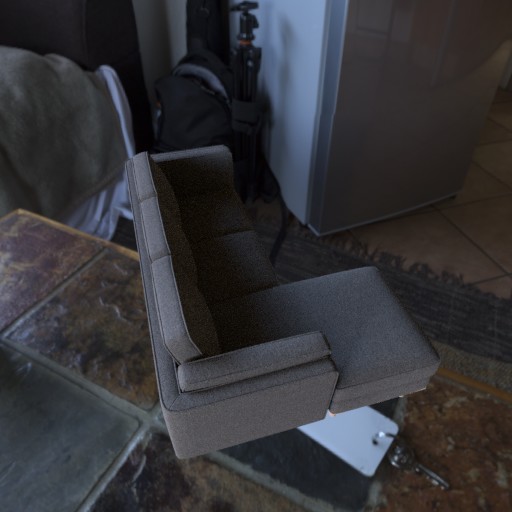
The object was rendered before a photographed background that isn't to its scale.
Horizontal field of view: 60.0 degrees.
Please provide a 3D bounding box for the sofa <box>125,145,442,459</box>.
[{"bbox_3d":[0.000,0.000,3.206,1.604,0.929,2.411,-11,43,-12],"label":"sofa"}]
